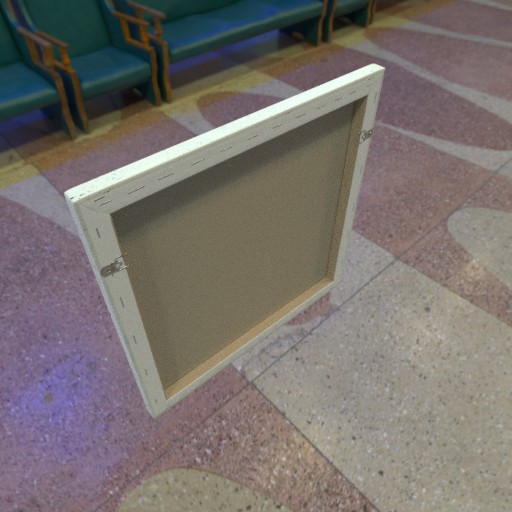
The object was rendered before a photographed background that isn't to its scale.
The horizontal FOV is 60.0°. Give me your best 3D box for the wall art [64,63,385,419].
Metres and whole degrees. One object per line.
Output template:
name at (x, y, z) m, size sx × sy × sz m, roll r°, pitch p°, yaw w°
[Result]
wall art at (0.000, 0.000, 1.127) m, size 0.762 × 0.762 × 0.038 m, roll -31°, pitch 53°, yaw -27°
